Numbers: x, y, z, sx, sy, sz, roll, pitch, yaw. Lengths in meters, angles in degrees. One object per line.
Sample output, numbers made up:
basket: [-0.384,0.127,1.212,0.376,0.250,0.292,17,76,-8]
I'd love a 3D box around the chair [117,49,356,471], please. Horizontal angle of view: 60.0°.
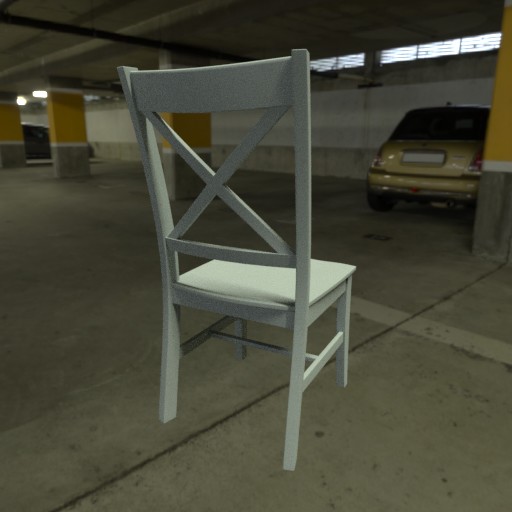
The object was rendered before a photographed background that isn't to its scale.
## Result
chair: [0.000,0.000,1.279,0.485,0.983,0.542,8,17,28]
